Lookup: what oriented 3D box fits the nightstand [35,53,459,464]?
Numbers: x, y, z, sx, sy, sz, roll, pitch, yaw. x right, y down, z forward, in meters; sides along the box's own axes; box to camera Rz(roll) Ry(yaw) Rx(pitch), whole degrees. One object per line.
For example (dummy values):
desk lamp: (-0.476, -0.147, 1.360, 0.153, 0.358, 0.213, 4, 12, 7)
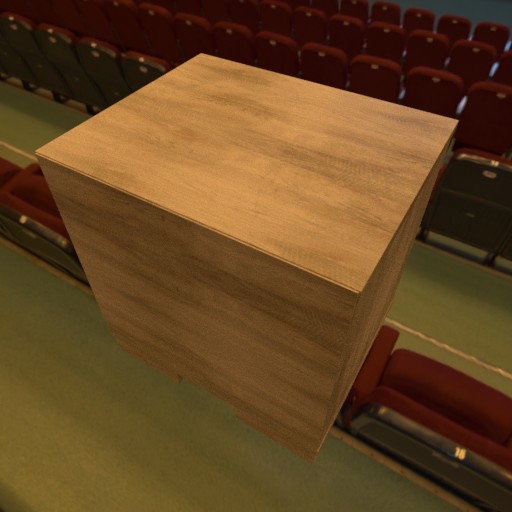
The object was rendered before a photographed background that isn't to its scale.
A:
nightstand: (0.000, 0.000, 0.730, 0.427, 0.448, 0.347, 24, 51, 21)
